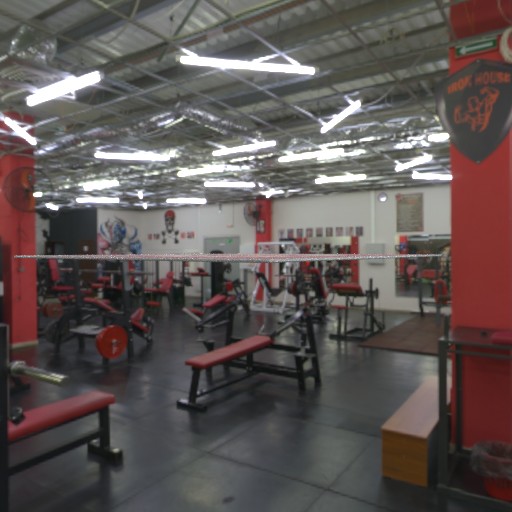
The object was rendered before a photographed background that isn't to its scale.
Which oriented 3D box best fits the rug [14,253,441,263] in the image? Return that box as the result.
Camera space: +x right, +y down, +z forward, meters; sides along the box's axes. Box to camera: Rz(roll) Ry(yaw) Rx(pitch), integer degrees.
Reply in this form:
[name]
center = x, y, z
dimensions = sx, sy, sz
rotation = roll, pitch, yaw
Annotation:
[rug]
center = 0.000, 0.000, 4.018
dimensions = 2.447, 0.017, 3.123
rotation = 1, 1, 36
